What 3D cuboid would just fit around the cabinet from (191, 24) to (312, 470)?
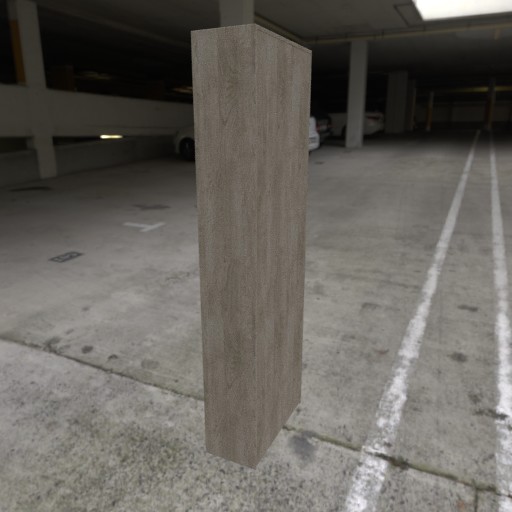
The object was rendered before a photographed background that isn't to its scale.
[{"bbox_3d":[0.000,0.000,1.847,0.250,1.630,0.520,7,17,25],"label":"cabinet"}]
